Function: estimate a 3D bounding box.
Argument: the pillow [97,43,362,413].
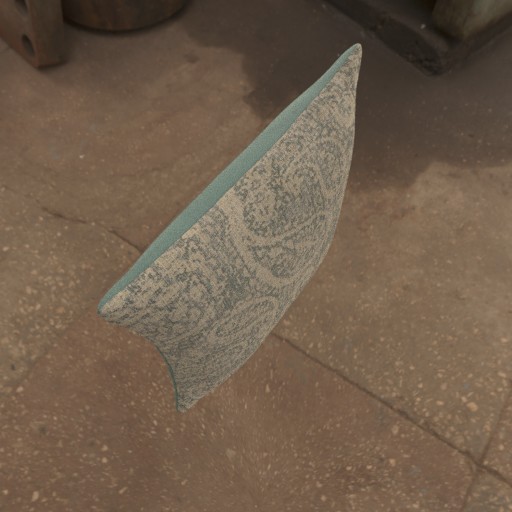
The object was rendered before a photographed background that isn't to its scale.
[{"bbox_3d":[0.000,0.000,0.761,0.166,0.507,0.526,33,66,17],"label":"pillow"}]
